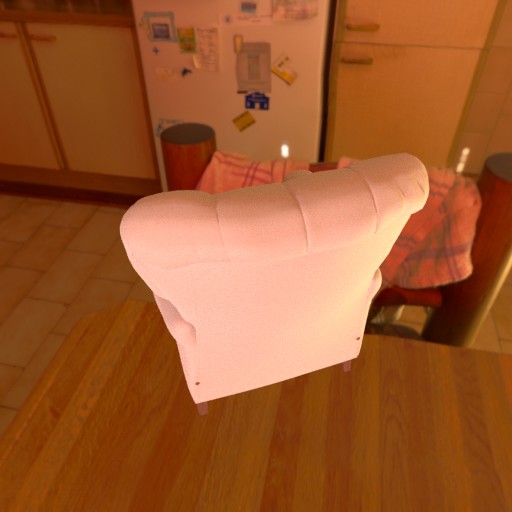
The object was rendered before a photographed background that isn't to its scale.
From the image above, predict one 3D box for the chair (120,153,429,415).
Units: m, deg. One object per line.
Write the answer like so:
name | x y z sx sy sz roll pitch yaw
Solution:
chair | 0.000 0.000 2.040 1.090 1.217 1.128 -12 42 -14
